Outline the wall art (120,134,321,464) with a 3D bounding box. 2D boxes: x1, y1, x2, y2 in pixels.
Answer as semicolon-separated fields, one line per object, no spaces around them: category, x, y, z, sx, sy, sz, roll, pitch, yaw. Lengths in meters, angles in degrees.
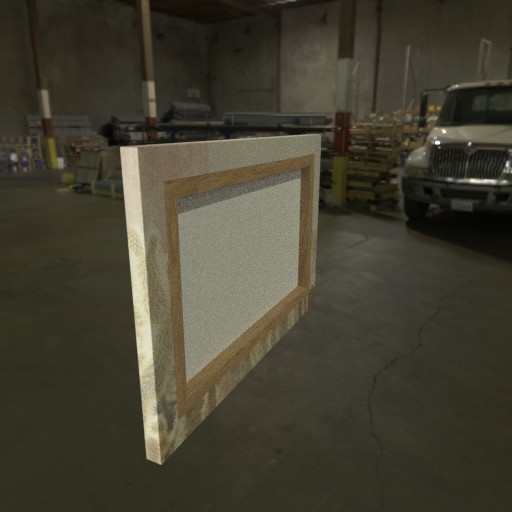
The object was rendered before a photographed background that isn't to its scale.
wall art;0.000;0.000;1.185;0.040;0.608;0.916;8;18;25
